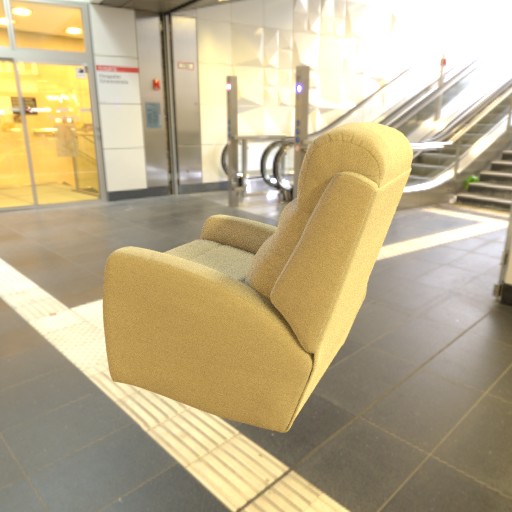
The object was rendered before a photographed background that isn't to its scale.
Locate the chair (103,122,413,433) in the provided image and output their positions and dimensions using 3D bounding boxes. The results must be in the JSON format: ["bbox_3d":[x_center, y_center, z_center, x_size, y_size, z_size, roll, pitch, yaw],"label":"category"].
[{"bbox_3d":[0.000,0.000,1.749,1.043,1.013,0.798,8,19,25],"label":"chair"}]
